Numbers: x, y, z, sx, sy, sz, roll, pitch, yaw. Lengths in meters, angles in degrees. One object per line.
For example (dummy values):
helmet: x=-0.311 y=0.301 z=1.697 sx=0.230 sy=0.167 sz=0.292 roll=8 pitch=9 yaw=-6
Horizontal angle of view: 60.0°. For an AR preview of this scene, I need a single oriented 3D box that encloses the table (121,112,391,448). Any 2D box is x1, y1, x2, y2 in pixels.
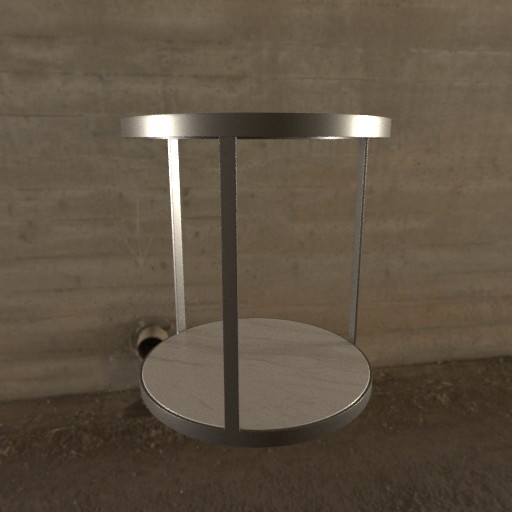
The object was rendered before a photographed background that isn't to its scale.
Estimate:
table: x=0.000 y=0.000 z=0.819 sx=0.445 sy=0.479 sz=0.445 roll=0 pitch=14 yaw=0
